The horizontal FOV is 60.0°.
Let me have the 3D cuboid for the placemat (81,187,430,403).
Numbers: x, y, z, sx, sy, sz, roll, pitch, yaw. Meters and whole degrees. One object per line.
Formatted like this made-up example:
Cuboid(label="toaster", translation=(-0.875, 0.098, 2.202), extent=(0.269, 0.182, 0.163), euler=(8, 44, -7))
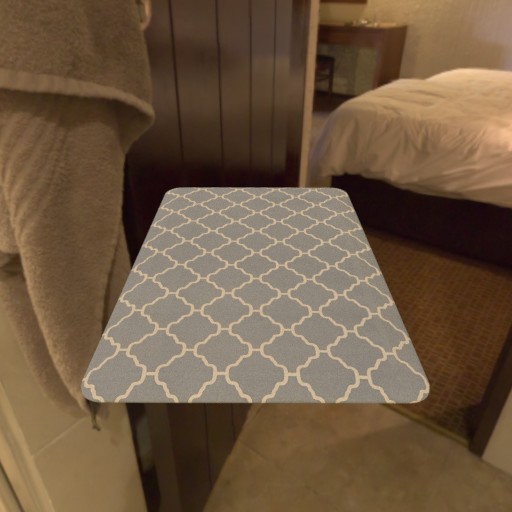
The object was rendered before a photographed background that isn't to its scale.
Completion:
Cuboid(label="placemat", translation=(0.000, 0.000, 0.939), extent=(0.508, 0.021, 0.762), euler=(0, 31, 0))
